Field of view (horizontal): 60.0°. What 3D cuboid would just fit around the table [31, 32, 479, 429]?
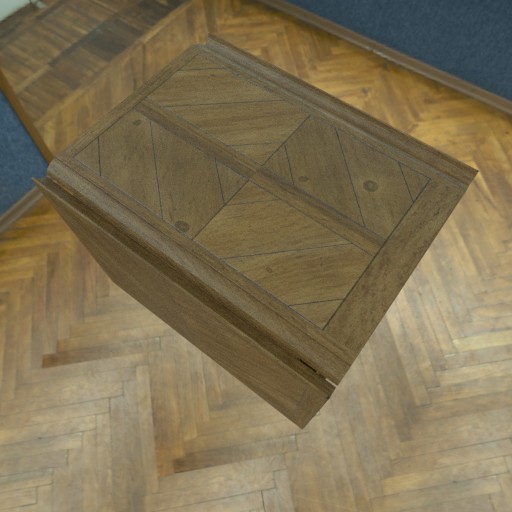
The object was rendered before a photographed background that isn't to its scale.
[{"bbox_3d":[0.000,0.000,1.271,0.746,0.763,0.591,34,68,16],"label":"table"}]
